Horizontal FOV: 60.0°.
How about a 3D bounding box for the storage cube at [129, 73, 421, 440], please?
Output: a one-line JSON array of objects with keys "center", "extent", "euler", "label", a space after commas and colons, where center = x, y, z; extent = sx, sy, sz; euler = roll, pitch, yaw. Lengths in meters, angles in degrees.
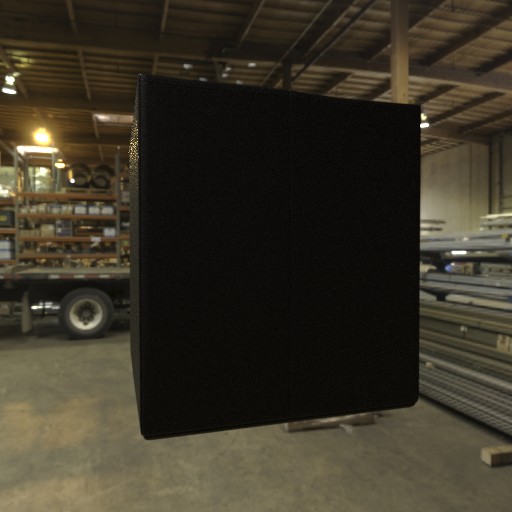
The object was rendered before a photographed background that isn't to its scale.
[{"center": [0.000, 0.000, 0.499], "extent": [0.270, 0.280, 0.270], "euler": [0, 1, -17], "label": "storage cube"}]
